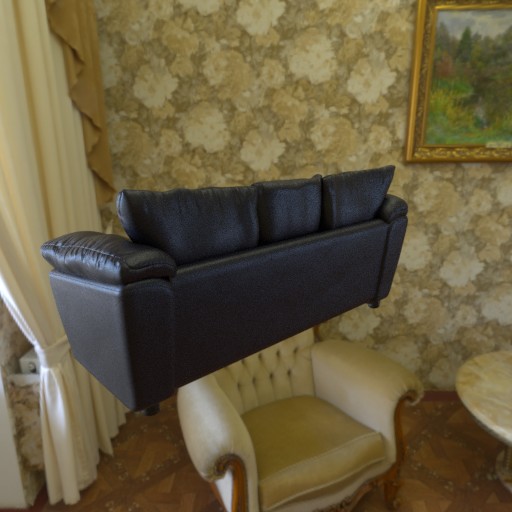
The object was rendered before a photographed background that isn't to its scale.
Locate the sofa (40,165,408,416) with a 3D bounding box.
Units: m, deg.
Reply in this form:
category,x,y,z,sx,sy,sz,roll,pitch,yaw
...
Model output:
category,x,y,z,sx,sy,sz,roll,pitch,yaw
sofa,0.000,0.000,2.815,2.336,1.073,0.880,-14,21,-41
